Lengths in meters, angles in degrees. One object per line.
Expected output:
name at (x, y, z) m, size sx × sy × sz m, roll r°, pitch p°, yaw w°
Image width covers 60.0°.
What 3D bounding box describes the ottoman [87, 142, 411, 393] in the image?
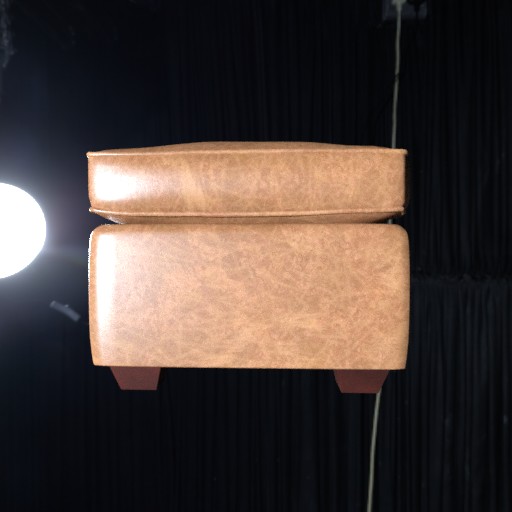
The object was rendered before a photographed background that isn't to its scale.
ottoman at (0.000, 0.000, 1.094) m, size 0.554 × 0.468 × 0.756 m, roll 0°, pitch 1°, yaw 2°
